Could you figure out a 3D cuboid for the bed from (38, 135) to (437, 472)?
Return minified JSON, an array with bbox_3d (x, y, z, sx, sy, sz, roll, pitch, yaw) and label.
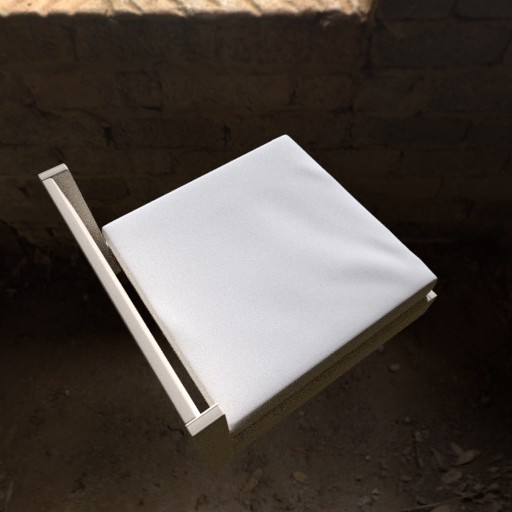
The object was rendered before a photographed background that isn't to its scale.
[{"bbox_3d":[0.000,0.000,3.630,2.293,1.471,2.145,-31,63,-18],"label":"bed"}]
